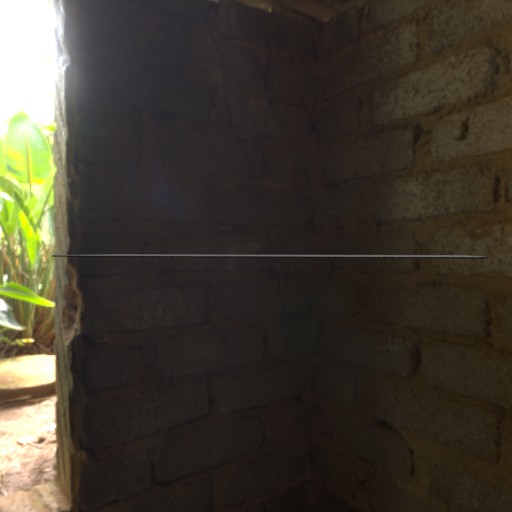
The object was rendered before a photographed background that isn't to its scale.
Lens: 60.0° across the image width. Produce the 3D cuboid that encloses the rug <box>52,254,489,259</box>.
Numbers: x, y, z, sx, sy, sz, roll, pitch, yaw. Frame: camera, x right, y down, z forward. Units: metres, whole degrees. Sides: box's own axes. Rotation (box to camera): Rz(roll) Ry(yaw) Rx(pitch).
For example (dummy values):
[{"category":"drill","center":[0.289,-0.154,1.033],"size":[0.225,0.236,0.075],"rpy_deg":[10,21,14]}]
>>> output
[{"category":"rug","center":[0.000,0.000,2.537],"size":[2.286,0.008,0.686],"rpy_deg":[0,1,18]}]
